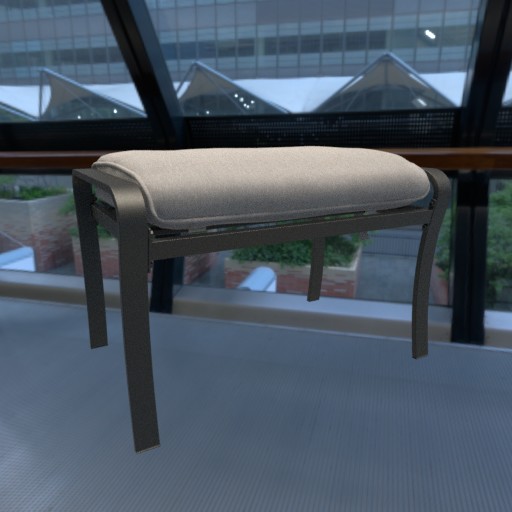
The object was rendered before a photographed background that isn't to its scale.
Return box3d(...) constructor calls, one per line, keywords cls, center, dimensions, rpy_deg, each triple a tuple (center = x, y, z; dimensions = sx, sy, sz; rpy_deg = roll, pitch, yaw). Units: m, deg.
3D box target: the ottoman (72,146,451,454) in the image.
box3d(cls="ottoman", center=(0.000, 0.000, 0.888), dimensions=(0.610, 0.422, 0.406), rpy_deg=(-8, 17, -28))
